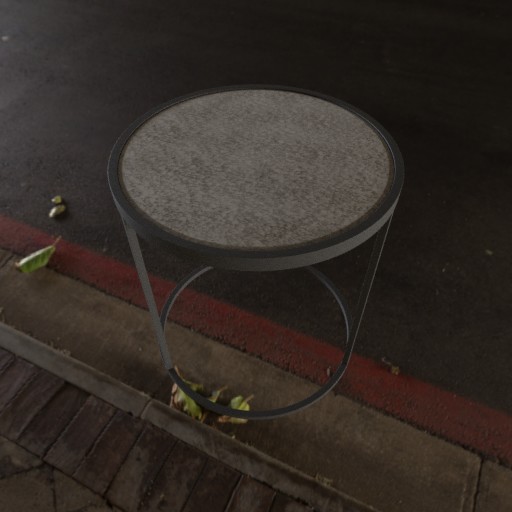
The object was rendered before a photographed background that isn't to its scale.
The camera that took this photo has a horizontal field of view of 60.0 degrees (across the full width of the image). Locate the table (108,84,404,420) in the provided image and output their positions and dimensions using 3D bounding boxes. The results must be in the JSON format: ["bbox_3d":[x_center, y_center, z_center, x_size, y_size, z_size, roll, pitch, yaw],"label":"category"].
[{"bbox_3d":[0.000,0.000,0.902,0.470,0.498,0.470,0,47,0],"label":"table"}]
